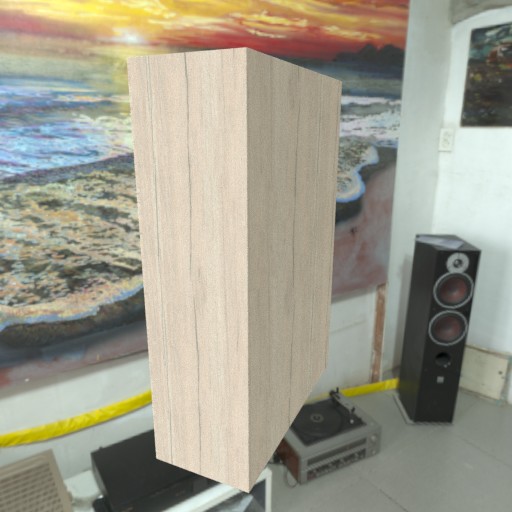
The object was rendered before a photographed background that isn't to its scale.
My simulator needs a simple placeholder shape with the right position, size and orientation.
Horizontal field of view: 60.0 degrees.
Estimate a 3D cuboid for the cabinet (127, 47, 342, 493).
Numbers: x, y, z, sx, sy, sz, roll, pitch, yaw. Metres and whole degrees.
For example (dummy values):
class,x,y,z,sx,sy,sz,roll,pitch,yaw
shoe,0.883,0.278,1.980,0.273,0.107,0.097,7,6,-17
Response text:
class,x,y,z,sx,sy,sz,roll,pitch,yaw
cabinet,0.000,0.000,2.682,0.580,2.070,1.400,7,18,24
